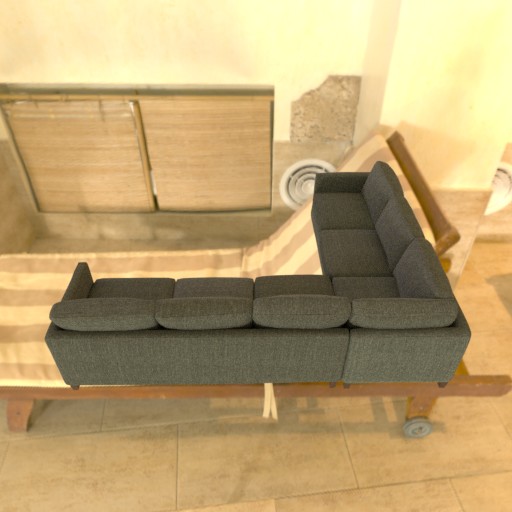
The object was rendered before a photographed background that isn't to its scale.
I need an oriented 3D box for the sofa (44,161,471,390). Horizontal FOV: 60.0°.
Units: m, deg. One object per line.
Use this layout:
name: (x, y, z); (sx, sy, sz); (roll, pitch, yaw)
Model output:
sofa: (0.000, 0.000, 4.479); (3.302, 0.947, 2.593); (0, 39, 0)
